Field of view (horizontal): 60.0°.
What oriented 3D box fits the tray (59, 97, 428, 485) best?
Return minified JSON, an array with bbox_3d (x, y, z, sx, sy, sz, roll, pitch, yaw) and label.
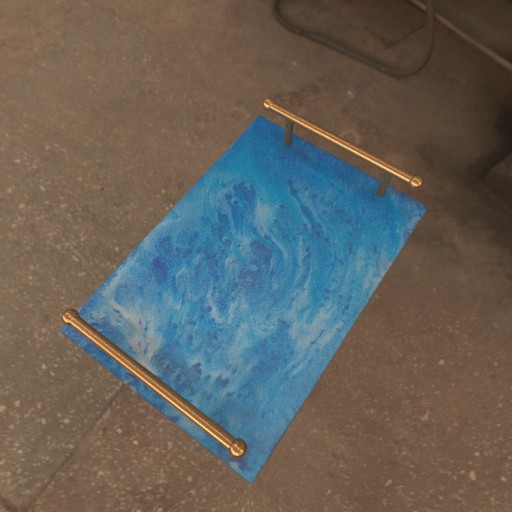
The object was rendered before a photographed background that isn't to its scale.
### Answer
[{"bbox_3d":[0.000,0.000,0.582,0.304,0.084,0.444,33,69,15],"label":"tray"}]
